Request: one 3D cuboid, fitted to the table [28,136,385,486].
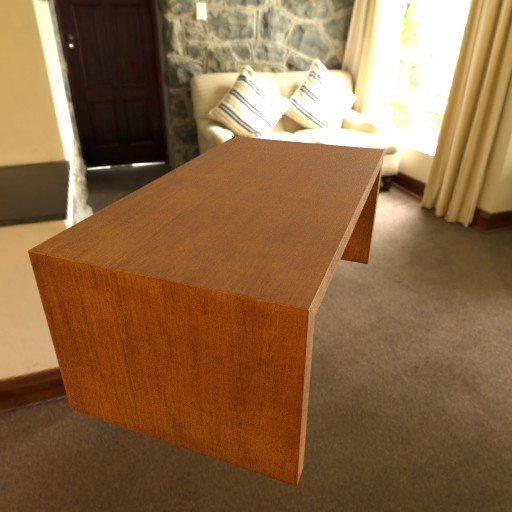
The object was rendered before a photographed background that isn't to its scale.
[{"bbox_3d":[0.000,0.000,1.264,0.549,0.419,1.000,10,30,18],"label":"table"}]
